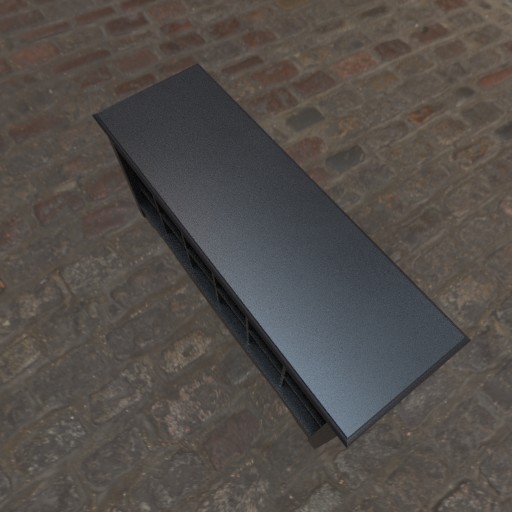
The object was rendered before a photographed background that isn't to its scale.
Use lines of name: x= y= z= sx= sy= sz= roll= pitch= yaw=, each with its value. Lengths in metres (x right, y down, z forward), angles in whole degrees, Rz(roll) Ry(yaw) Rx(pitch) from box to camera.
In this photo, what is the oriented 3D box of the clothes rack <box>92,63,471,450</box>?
clothes rack: x=0.000 y=0.000 z=1.488 sx=0.406 sy=0.556 sz=1.219 roll=-33 pitch=67 yaw=-16
